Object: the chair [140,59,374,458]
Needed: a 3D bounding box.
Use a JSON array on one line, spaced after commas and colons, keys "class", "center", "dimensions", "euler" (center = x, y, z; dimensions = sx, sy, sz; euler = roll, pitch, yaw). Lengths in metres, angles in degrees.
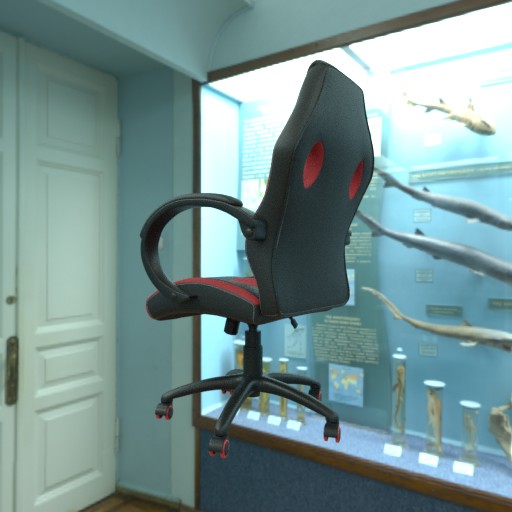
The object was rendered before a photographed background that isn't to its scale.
[{"class": "chair", "center": [0.000, 0.000, 1.610], "dimensions": [0.724, 1.187, 0.673], "euler": [0, 0, 36]}]
